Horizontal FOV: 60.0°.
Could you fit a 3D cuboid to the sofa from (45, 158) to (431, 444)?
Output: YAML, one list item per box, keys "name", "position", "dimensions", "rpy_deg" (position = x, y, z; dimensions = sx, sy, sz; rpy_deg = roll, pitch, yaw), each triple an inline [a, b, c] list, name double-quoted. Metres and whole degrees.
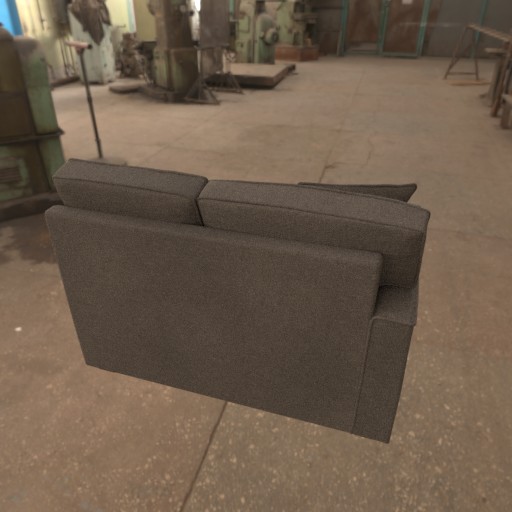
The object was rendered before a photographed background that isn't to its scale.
- name: "sofa"
  position: [0.000, 0.000, 2.028]
  dimensions: [1.388, 0.989, 0.991]
  rpy_deg: [9, 31, 15]
